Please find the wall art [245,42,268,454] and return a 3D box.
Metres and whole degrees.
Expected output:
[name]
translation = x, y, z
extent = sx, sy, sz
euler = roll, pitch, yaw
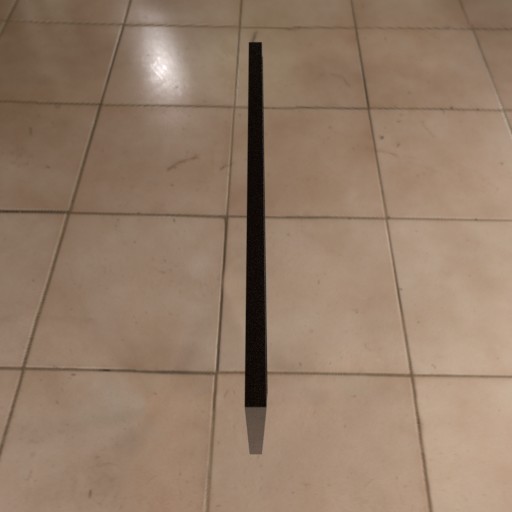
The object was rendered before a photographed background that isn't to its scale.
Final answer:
[wall art]
translation = 0.000, 0.000, 0.859
extent = 0.027, 0.458, 0.657
euler = 0, 60, 0
